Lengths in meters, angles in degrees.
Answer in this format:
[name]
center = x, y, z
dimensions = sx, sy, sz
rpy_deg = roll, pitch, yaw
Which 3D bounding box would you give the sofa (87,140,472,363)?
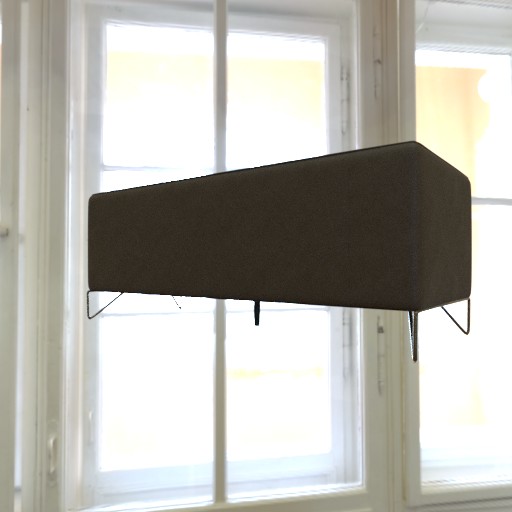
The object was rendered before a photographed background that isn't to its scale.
[sofa]
center = 0.000, 0.000, 2.500
dimensions = 2.087, 0.789, 0.867
rpy_deg = -1, -1, 37
